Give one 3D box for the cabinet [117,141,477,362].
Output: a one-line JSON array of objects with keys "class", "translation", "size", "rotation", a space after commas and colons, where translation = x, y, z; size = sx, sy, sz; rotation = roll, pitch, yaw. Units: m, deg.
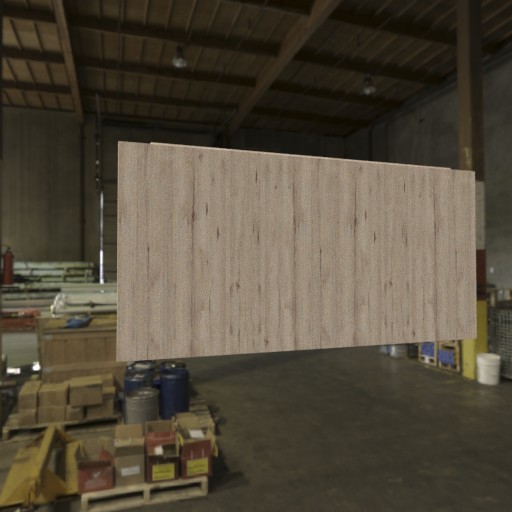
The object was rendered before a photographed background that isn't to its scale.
[{"class": "cabinet", "translation": [0.000, 0.000, 3.206], "size": [1.950, 0.970, 2.080], "rotation": [0, -1, -18]}]
